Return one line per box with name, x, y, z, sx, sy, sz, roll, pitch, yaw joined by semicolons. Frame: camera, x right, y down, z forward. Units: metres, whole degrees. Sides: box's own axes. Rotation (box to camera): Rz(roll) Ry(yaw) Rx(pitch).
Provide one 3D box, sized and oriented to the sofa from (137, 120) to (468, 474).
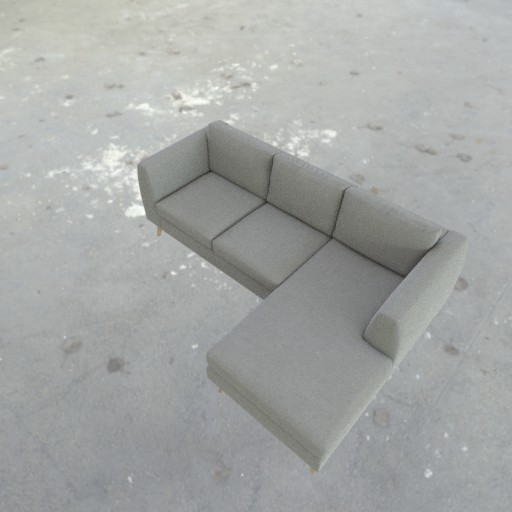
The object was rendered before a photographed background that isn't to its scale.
sofa;0.000;0.000;3.078;2.300;0.860;1.580;33;54;28
